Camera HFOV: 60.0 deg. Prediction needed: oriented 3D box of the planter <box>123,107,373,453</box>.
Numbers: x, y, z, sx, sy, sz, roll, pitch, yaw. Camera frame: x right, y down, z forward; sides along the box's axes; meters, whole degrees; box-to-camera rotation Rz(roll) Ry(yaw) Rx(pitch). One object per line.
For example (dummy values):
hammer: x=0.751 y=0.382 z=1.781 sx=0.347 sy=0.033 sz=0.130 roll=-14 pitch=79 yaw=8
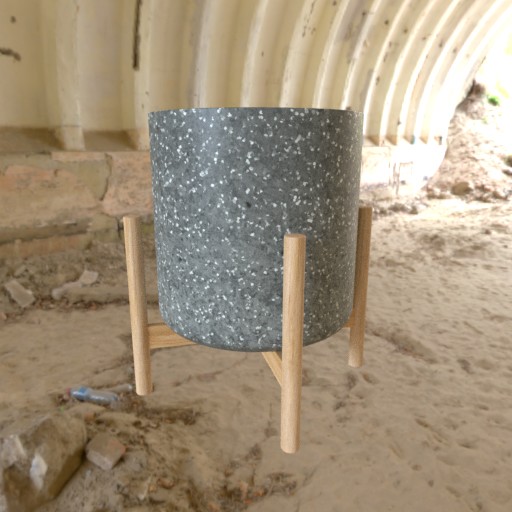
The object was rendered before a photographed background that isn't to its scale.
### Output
planter: x=0.000 y=0.000 z=0.690 sx=0.360 sy=0.419 sz=0.360 roll=2 pitch=15 yaw=8
